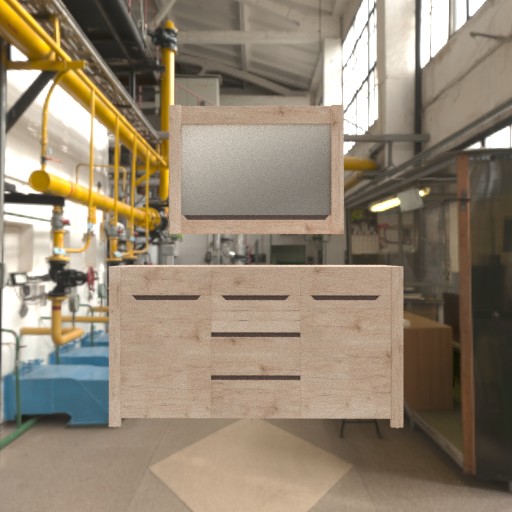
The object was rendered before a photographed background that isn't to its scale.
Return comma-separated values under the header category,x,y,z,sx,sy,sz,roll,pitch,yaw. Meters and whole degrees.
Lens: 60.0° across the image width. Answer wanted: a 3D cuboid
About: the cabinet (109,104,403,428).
category,x,y,z,sx,sy,sz,roll,pitch,yaw
cabinet,0.000,0.000,2.761,1.700,1.981,0.420,0,0,0
